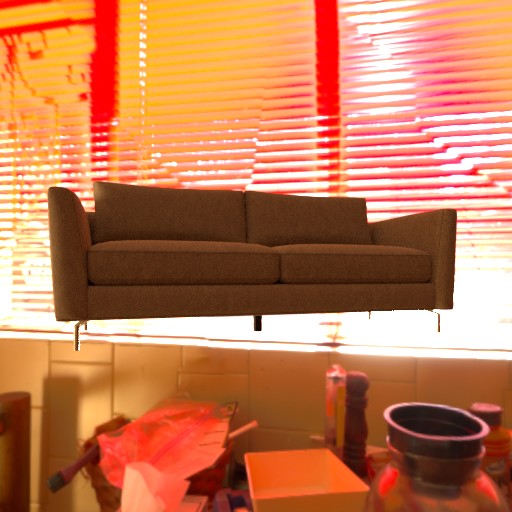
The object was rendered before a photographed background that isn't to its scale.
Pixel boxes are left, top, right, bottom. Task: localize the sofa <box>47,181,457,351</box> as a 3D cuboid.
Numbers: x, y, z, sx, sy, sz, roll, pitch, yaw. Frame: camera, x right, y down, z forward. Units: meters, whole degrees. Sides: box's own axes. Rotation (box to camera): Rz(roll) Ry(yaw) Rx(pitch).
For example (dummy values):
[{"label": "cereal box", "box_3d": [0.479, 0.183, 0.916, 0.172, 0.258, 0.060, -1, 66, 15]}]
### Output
[{"label": "sofa", "box_3d": [0.000, 0.000, 2.568, 2.121, 0.864, 0.889, 1, -2, -18]}]
